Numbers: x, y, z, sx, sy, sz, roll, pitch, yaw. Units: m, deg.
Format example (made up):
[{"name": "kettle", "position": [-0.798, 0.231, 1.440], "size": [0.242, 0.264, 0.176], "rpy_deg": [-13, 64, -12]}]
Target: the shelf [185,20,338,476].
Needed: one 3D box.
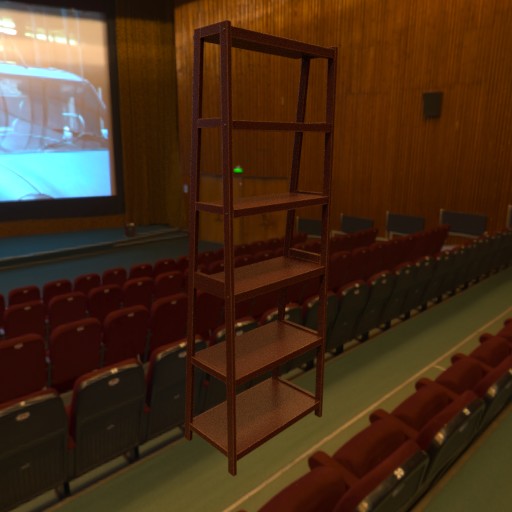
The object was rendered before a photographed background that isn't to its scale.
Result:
[{"name": "shelf", "position": [0.000, 0.000, 2.138], "size": [0.660, 1.892, 0.381], "rpy_deg": [-14, 20, -42]}]
